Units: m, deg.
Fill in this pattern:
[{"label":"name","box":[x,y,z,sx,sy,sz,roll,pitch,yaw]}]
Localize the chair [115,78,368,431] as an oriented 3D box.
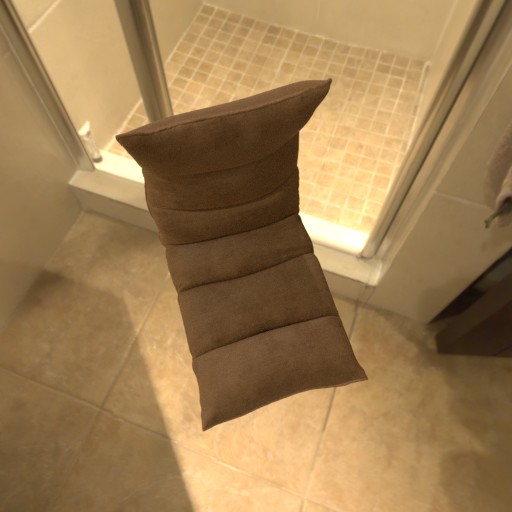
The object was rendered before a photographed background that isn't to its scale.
[{"label":"chair","box":[0.000,0.000,1.639,0.714,0.892,0.985,-15,63,-8]}]
